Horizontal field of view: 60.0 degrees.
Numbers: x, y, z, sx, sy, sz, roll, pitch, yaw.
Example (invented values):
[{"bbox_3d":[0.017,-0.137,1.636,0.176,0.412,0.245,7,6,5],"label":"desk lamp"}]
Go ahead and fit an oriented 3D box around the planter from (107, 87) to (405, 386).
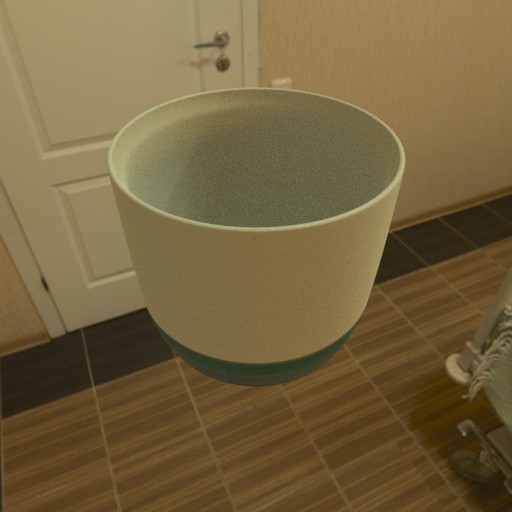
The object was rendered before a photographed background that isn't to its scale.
[{"bbox_3d":[0.000,0.000,0.381,0.204,0.214,0.204,0,41,0],"label":"planter"}]
